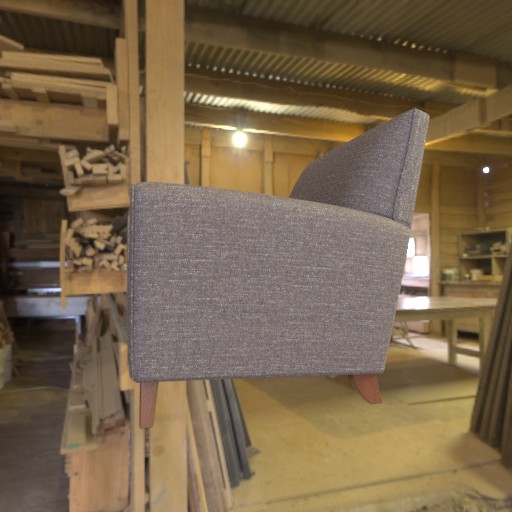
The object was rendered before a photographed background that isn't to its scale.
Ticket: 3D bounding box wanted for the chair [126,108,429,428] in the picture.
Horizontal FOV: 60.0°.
[{"bbox_3d":[0.000,0.000,1.574,0.875,0.885,0.838,0,-1,-17],"label":"chair"}]
